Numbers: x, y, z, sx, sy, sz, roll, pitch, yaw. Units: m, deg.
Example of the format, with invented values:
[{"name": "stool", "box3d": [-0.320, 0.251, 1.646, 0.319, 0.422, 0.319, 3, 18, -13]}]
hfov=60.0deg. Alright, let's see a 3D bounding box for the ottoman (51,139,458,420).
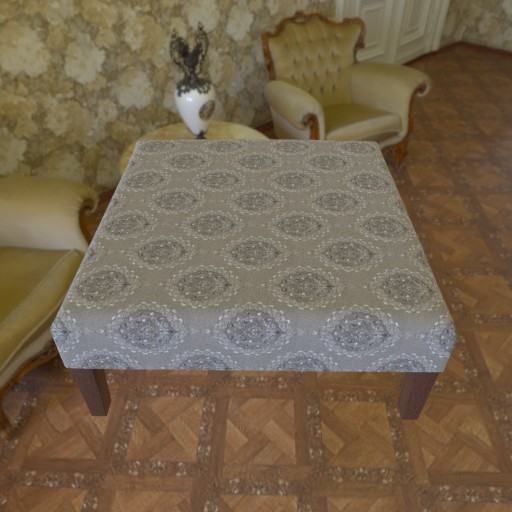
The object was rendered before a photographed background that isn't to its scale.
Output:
[{"name": "ottoman", "box3d": [0.000, 0.000, 1.382, 0.890, 0.411, 0.889, 0, 41, 1]}]
